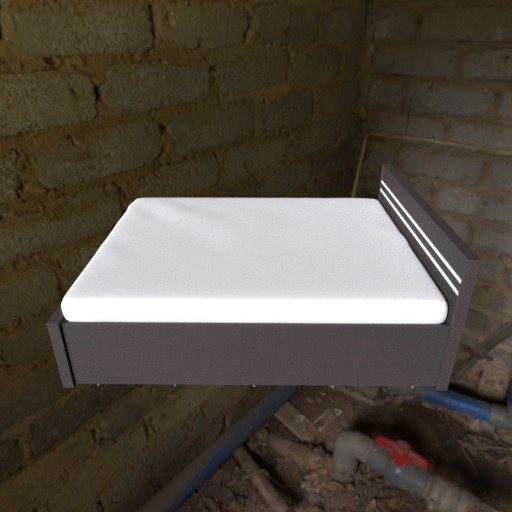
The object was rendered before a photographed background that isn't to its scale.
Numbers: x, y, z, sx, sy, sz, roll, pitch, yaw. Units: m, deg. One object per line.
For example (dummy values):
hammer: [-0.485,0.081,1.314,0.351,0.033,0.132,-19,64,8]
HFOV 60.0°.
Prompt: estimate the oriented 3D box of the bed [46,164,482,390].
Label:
bed: [0.000,0.000,2.966,2.103,0.808,1.634,0,27,1]
